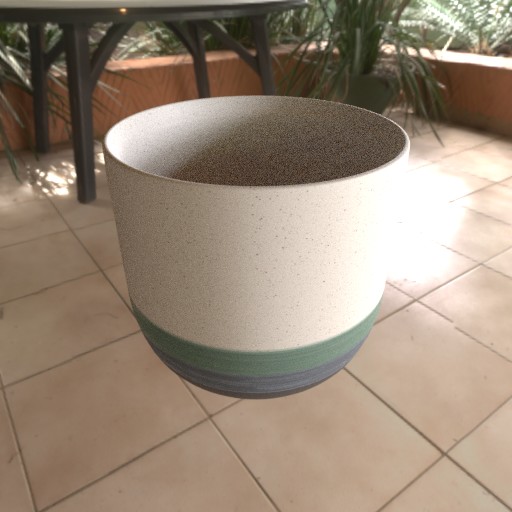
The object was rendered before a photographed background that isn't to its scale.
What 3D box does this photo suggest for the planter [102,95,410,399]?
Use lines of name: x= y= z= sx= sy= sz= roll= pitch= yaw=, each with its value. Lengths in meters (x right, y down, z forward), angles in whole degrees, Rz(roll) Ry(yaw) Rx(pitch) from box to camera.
planter: x=0.000 y=0.000 z=0.469 sx=0.268 sy=0.270 sz=0.268 roll=0 pitch=32 yaw=0
